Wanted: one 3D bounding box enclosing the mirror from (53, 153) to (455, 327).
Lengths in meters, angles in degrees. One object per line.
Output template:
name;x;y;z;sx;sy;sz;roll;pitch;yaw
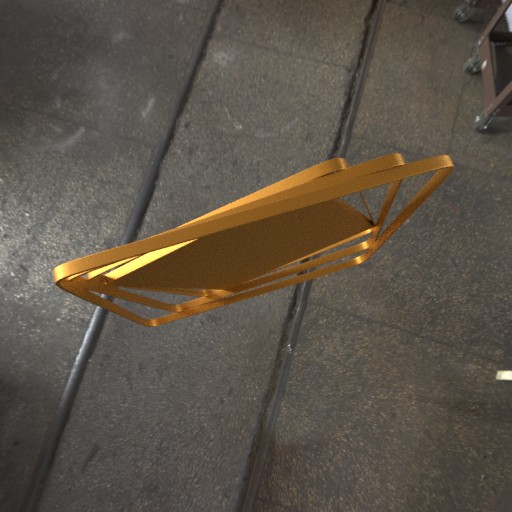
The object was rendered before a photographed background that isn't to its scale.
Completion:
mirror;0.000;0.000;0.697;0.470;0.468;0.045;-17;76;-4
